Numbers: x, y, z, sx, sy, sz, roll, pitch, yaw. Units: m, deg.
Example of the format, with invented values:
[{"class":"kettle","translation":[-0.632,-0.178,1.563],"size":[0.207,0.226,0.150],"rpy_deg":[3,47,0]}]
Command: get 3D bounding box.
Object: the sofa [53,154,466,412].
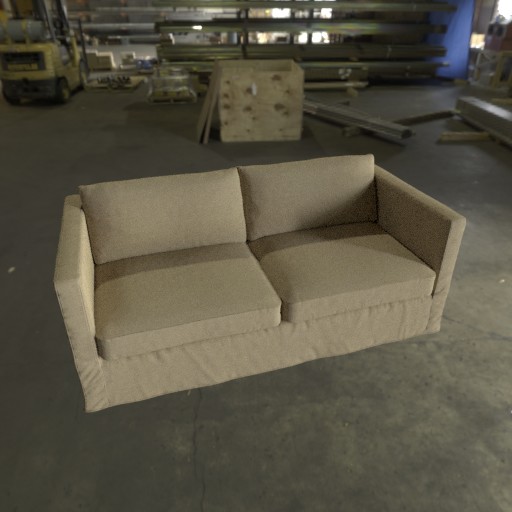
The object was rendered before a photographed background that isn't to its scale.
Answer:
[{"class":"sofa","translation":[0.000,0.000,2.456],"size":[1.959,0.835,0.962],"rpy_deg":[-9,31,-15]}]
